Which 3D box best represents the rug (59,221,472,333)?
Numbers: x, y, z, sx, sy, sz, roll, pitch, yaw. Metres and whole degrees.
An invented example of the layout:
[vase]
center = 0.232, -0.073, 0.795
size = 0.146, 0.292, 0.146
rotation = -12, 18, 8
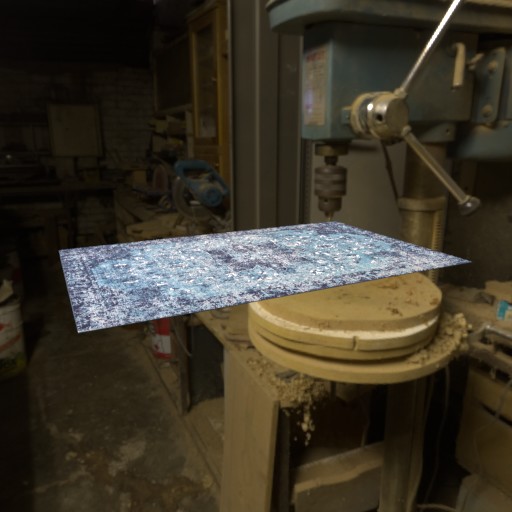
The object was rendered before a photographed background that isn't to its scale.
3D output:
[rug]
center = 0.000, 0.000, 3.071
size = 2.440, 0.007, 1.525
rotation = -8, 17, -25
